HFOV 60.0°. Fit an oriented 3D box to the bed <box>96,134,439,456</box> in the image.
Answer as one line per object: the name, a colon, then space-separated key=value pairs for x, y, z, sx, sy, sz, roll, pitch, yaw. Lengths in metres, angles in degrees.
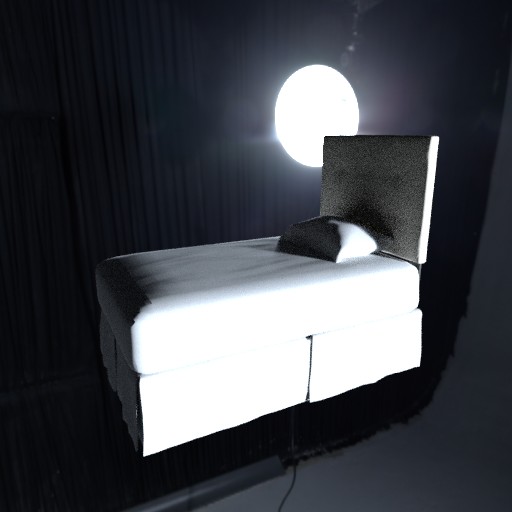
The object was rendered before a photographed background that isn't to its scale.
bed: x=0.000 y=0.000 z=2.989 sx=1.997 sy=1.571 sz=1.261 roll=-8 pitch=17 yaw=-26
